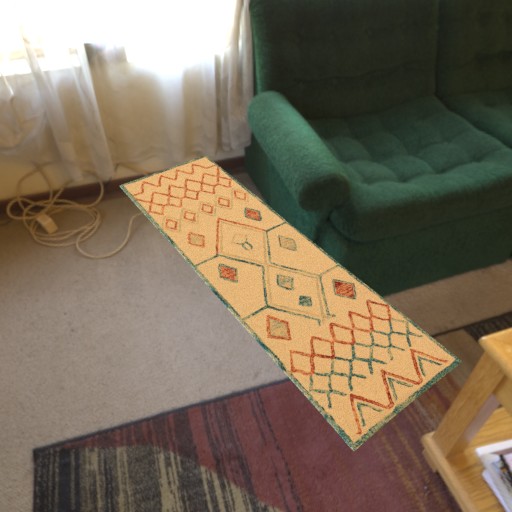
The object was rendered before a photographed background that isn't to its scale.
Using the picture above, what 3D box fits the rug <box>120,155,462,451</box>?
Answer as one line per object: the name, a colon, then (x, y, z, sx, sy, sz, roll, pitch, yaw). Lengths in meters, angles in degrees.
rug: (0.000, 0.000, 2.748, 0.750, 0.011, 2.435, -26, 49, -25)
